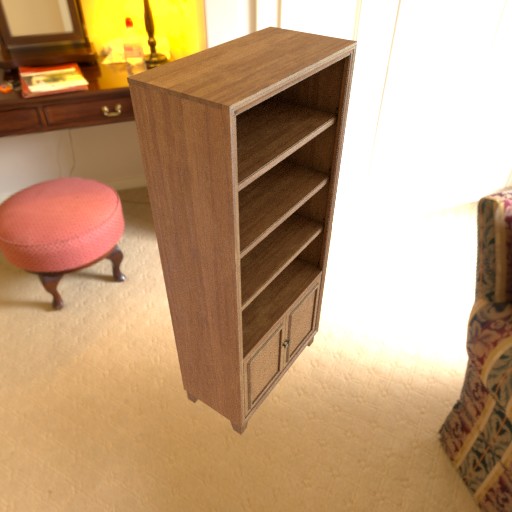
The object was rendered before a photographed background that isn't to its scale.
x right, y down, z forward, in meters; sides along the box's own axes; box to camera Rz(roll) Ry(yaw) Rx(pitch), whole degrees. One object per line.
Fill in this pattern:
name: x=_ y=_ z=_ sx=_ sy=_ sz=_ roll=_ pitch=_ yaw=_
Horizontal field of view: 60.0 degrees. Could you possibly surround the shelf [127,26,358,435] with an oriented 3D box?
shelf: x=0.000 y=0.000 z=2.276 sx=0.453 sy=1.930 sz=0.864 roll=24 pitch=46 yaw=26
